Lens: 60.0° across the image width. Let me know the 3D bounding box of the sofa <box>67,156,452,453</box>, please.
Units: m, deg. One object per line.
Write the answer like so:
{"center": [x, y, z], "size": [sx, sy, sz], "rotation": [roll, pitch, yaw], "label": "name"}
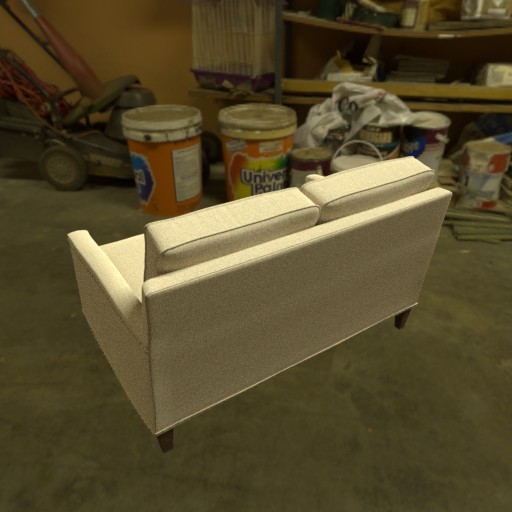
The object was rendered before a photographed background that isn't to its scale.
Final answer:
{"center": [0.000, 0.000, 2.249], "size": [1.597, 1.003, 1.084], "rotation": [-18, 35, -29], "label": "sofa"}
